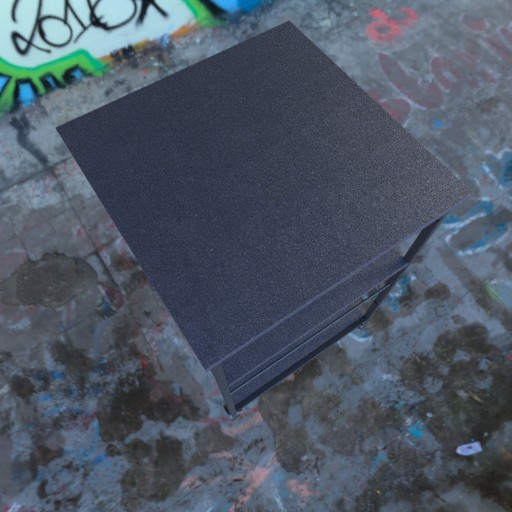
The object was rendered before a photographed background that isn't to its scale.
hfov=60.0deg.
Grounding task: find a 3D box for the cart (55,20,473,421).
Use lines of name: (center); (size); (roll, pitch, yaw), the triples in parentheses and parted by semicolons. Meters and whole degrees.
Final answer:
cart: (0.000, 0.000, 1.107); (0.520, 0.762, 0.521); (-31, 68, -14)
